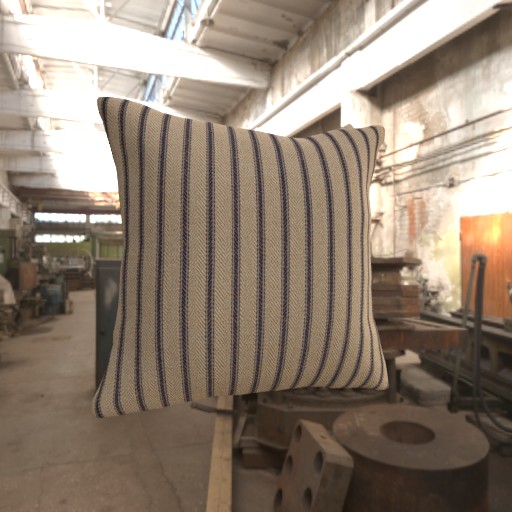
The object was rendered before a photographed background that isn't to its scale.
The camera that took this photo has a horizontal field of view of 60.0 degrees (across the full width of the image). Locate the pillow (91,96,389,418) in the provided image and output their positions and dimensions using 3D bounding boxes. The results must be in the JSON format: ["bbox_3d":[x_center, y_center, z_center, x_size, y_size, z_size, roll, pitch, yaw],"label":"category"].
[{"bbox_3d":[0.000,0.000,0.675,0.468,0.444,0.138,0,-1,-19],"label":"pillow"}]
